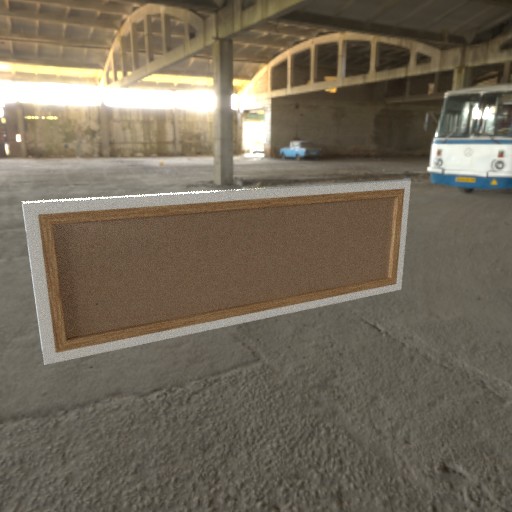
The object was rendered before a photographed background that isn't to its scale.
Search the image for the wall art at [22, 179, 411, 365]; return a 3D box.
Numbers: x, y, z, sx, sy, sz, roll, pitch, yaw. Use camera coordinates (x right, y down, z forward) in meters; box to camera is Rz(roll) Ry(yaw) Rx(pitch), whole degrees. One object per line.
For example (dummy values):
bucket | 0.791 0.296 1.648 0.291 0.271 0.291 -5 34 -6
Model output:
wall art | 0.000 0.000 1.681 1.520 0.507 0.044 -8 17 -27
